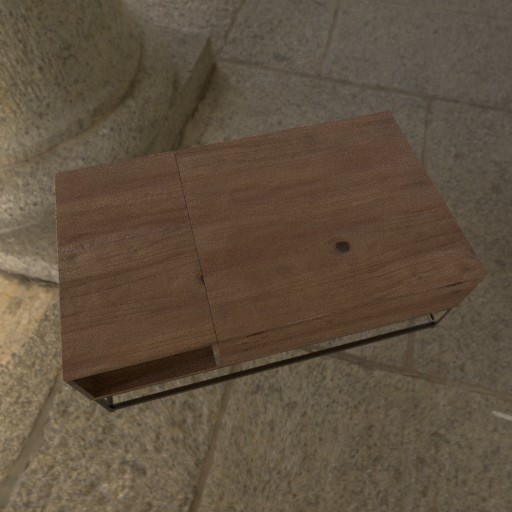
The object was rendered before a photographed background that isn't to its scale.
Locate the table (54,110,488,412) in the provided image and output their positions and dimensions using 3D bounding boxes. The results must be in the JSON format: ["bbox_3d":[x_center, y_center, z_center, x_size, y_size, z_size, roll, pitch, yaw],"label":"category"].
[{"bbox_3d":[0.000,0.000,1.430,1.101,0.395,0.655,-13,60,-7],"label":"table"}]
